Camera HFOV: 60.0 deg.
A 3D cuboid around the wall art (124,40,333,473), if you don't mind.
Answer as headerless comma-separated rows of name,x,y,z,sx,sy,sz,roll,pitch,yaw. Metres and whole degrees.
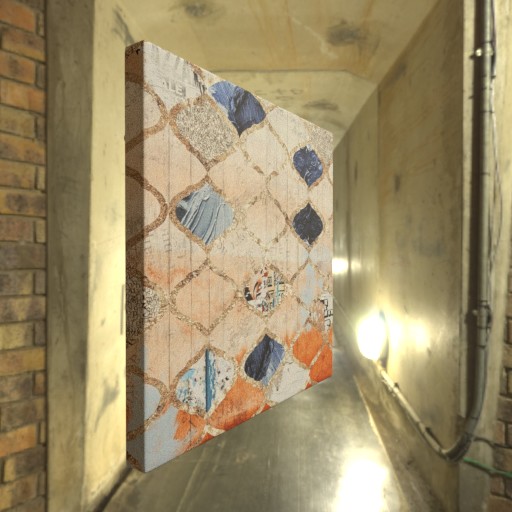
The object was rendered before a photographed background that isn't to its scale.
wall art,0.000,0.000,0.732,0.038,0.508,0.507,0,1,35
